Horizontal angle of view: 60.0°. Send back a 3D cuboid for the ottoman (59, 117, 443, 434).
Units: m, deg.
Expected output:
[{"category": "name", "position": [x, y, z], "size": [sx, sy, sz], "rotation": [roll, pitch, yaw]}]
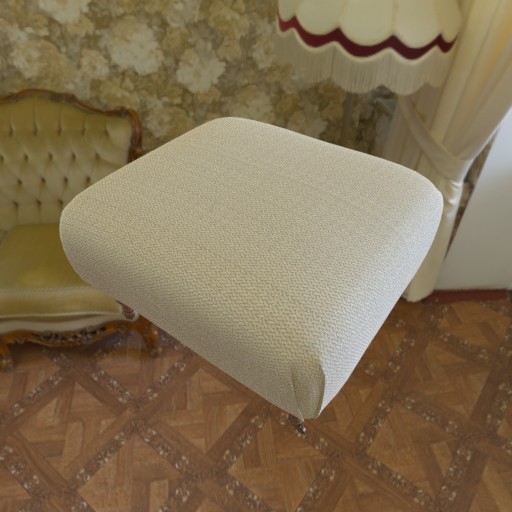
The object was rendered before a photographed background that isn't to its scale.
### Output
[{"category": "ottoman", "position": [0.000, 0.000, 1.066], "size": [0.684, 0.447, 0.622], "rotation": [26, 48, 26]}]
